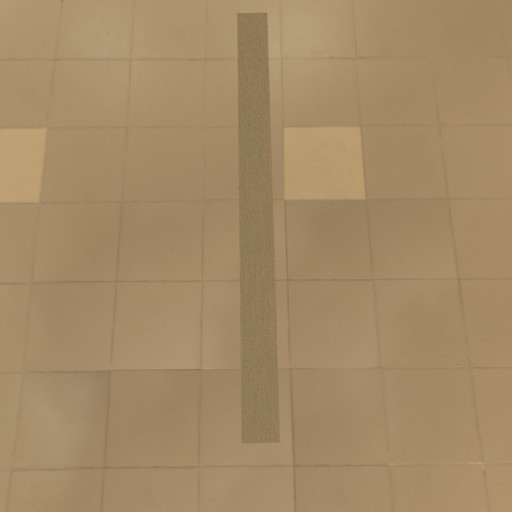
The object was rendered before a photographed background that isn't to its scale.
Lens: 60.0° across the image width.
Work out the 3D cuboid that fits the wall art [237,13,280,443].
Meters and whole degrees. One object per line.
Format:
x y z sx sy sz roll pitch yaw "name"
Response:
0.000 0.000 0.746 0.038 0.506 0.508 -1 76 0 "wall art"
